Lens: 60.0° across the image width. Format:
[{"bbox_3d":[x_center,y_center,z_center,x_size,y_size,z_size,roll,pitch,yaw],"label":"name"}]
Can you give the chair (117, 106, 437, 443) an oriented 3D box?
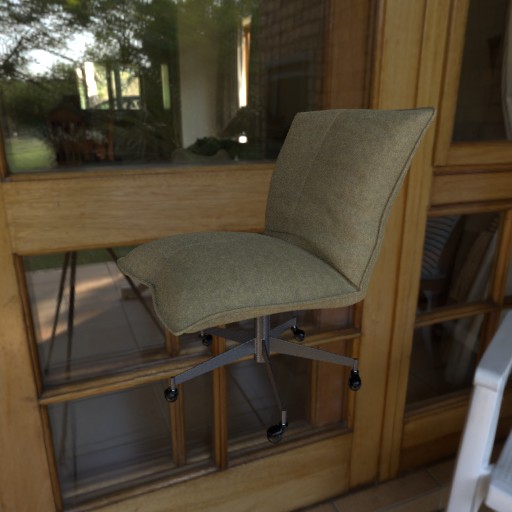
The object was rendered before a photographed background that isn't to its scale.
[{"bbox_3d":[0.000,0.000,1.275,0.696,0.811,0.597,-9,19,-26],"label":"chair"}]
